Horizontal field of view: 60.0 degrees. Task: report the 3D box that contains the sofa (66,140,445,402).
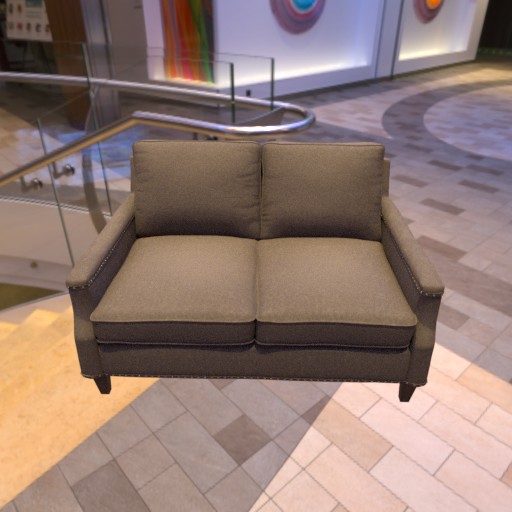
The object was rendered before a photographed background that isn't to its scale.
[{"bbox_3d":[0.000,0.000,2.294,1.597,1.003,1.084,1,31,2],"label":"sofa"}]
